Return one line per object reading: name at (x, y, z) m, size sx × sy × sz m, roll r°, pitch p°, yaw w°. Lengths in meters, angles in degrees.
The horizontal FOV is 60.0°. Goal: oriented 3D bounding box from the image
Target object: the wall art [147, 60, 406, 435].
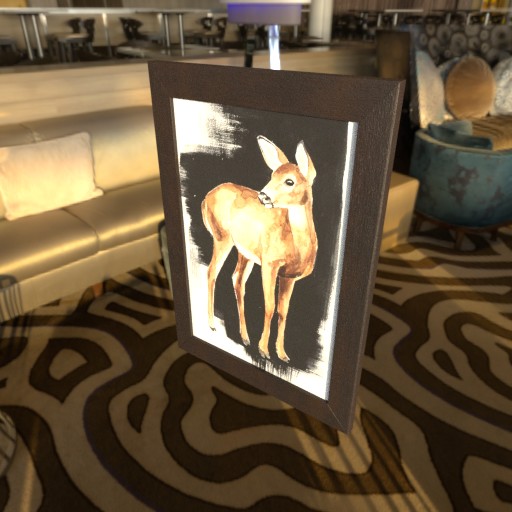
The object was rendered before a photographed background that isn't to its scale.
wall art at (0.000, 0.000, 0.656) m, size 0.359 × 0.513 × 0.017 m, roll 19°, pitch 34°, yaw 30°
